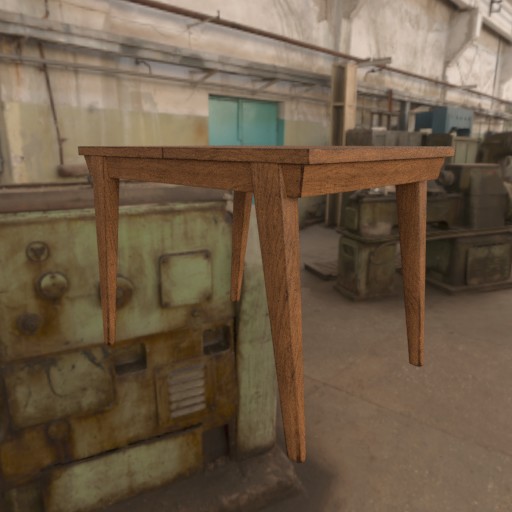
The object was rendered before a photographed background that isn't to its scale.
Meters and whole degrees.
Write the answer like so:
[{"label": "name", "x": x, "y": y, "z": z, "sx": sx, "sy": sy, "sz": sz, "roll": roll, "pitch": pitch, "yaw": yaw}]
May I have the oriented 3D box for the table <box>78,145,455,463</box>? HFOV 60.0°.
[{"label": "table", "x": 0.000, "y": 0.000, "z": 1.583, "sx": 1.027, "sy": 0.760, "sz": 0.757, "roll": 13, "pitch": 20, "yaw": 42}]
